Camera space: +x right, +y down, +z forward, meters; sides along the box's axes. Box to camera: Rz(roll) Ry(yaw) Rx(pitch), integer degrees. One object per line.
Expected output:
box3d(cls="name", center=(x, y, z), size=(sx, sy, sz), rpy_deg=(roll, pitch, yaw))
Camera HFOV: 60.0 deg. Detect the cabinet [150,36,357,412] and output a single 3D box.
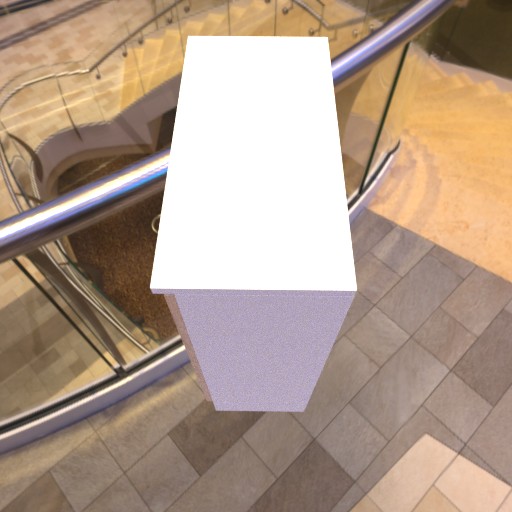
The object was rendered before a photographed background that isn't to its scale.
box3d(cls="cabinet", center=(0.000, 0.000, 1.136), size=(0.296, 0.815, 0.600), rpy_deg=(1, 59, 0))
